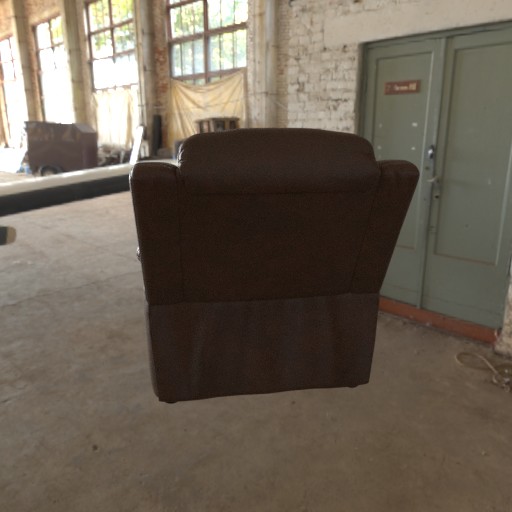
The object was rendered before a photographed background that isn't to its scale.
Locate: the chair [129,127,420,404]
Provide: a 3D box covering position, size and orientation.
[{"bbox_3d":[0.000,0.000,1.272,0.680,0.702,0.707,-2,16,-8],"label":"chair"}]
